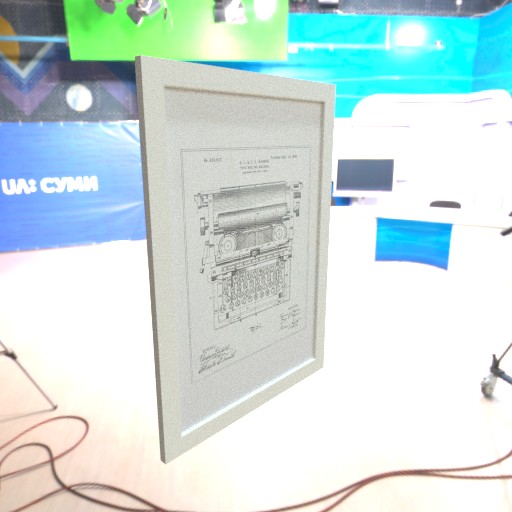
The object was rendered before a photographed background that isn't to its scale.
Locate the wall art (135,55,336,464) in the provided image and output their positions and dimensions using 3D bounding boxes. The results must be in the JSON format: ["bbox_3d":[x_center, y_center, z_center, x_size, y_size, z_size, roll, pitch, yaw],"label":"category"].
[{"bbox_3d":[0.000,0.000,0.693,0.013,0.533,0.381,14,20,42],"label":"wall art"}]
